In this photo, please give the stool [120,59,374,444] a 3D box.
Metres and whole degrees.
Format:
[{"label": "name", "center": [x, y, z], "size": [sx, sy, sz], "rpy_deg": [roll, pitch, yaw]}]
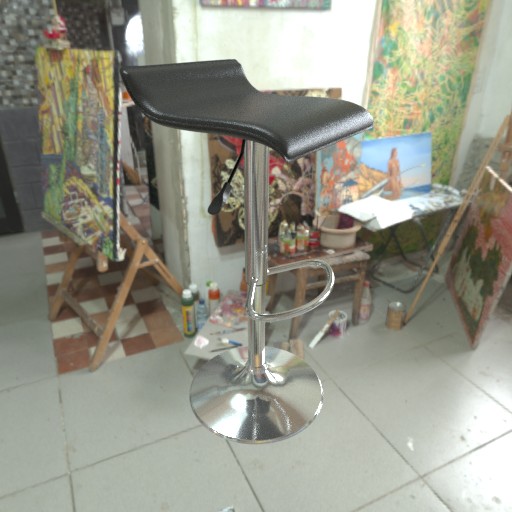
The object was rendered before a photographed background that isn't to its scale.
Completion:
[{"label": "stool", "center": [0.000, 0.000, 1.074], "size": [0.381, 0.851, 0.381], "rpy_deg": [17, 32, 31]}]
